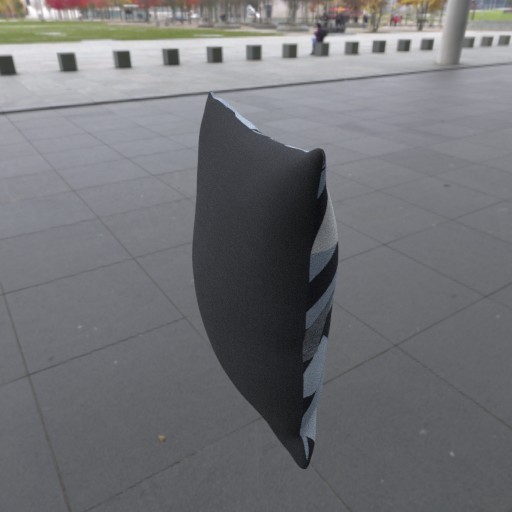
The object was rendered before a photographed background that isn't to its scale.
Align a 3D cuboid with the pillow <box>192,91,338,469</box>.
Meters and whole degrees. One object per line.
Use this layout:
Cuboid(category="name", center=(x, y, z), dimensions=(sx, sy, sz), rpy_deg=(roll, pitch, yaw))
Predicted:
Cuboid(category="pillow", center=(0.000, 0.000, 0.775), dimensions=(0.208, 0.496, 0.503), rpy_deg=(-9, 30, -16))
